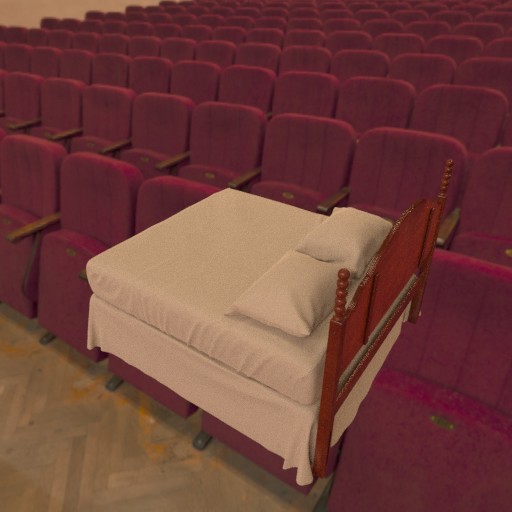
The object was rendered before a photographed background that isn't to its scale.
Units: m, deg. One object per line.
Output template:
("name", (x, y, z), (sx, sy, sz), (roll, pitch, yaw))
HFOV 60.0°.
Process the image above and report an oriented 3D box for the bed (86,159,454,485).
("bed", (0.000, 0.000, 3.155), (2.040, 1.356, 1.873), (20, 37, 29))
